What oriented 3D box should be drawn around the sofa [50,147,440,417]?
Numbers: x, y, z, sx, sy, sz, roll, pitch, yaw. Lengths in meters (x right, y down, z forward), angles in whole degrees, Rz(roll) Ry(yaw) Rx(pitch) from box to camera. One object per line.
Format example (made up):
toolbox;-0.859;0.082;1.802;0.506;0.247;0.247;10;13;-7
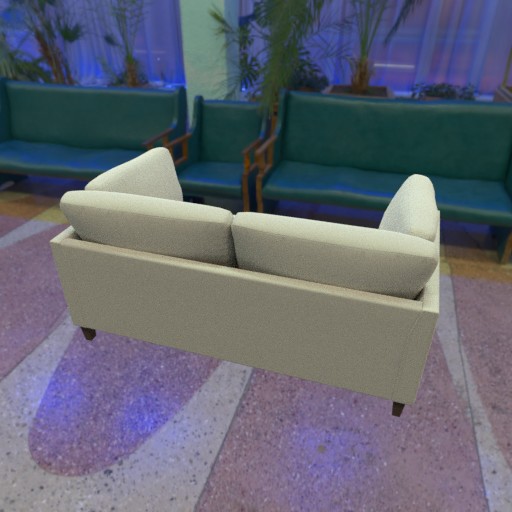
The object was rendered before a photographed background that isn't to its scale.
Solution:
sofa;0.000;0.000;2.342;1.776;0.836;0.970;10;33;15
